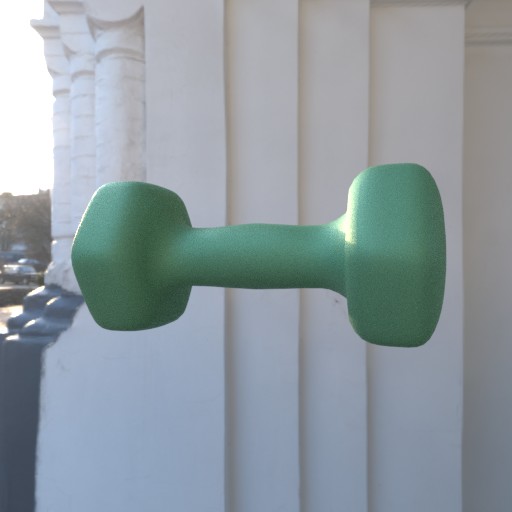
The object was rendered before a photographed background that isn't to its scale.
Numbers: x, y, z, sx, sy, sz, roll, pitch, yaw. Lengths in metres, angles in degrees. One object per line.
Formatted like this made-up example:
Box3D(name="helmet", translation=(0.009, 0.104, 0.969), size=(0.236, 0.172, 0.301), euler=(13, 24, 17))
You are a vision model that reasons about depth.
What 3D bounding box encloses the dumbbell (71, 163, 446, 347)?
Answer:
Box3D(name="dumbbell", translation=(0.000, 0.000, 0.331), size=(0.260, 0.117, 0.129), euler=(0, -1, 19))
